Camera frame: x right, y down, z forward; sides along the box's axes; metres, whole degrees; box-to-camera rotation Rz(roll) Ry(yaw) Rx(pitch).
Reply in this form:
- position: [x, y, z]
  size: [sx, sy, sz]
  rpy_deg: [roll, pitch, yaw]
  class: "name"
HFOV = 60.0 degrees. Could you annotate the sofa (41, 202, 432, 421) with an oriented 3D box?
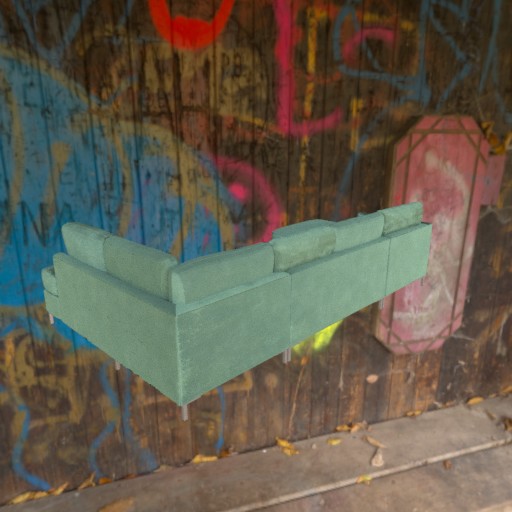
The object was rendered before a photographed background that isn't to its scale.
- position: [0.000, 0.000, 4.421]
  size: [2.055, 0.992, 3.434]
  rpy_deg: [16, 23, 42]
  class: "sofa"
